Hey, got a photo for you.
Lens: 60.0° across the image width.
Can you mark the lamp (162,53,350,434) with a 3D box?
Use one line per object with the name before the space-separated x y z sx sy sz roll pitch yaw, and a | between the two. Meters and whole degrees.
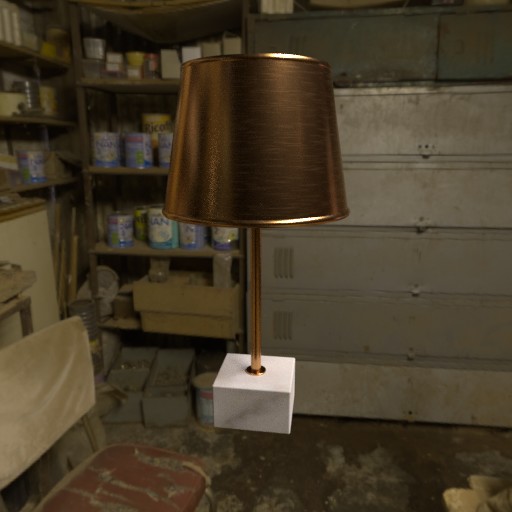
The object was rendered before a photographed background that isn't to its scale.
lamp | 0.000 0.000 0.514 0.208 0.406 0.208 0 14 0
